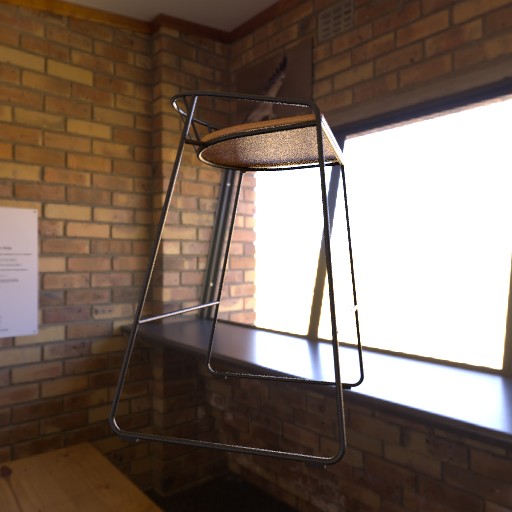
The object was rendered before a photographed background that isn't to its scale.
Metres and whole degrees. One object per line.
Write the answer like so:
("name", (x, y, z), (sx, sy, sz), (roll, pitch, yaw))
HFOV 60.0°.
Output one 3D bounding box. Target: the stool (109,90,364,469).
("stool", (0.000, 0.000, 1.167), (0.521, 0.812, 0.546), (0, 0, 17))
